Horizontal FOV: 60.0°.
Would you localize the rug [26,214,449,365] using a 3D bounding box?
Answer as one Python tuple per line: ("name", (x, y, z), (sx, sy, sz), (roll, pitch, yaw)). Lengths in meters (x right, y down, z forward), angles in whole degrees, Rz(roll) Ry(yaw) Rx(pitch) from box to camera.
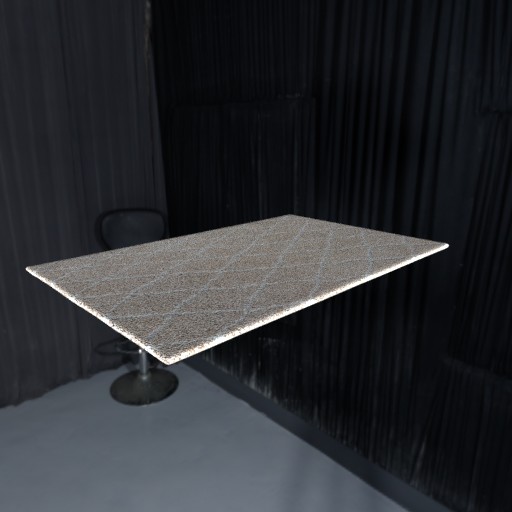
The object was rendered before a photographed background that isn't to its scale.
("rug", (0.000, 0.000, 3.377), (2.743, 0.030, 1.778), (-15, 22, -42))
